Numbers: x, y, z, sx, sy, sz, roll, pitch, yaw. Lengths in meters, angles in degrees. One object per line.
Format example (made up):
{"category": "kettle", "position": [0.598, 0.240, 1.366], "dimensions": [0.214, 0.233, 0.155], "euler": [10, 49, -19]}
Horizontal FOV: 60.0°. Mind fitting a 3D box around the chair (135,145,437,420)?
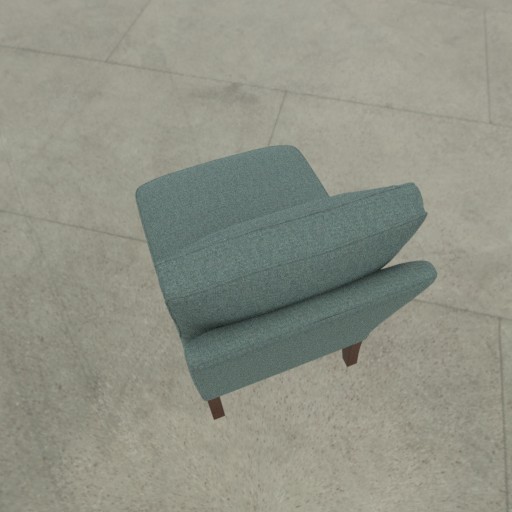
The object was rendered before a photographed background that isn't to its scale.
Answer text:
{"category": "chair", "position": [0.000, 0.000, 1.411], "dimensions": [0.624, 0.901, 0.796], "euler": [-18, 59, -11]}
